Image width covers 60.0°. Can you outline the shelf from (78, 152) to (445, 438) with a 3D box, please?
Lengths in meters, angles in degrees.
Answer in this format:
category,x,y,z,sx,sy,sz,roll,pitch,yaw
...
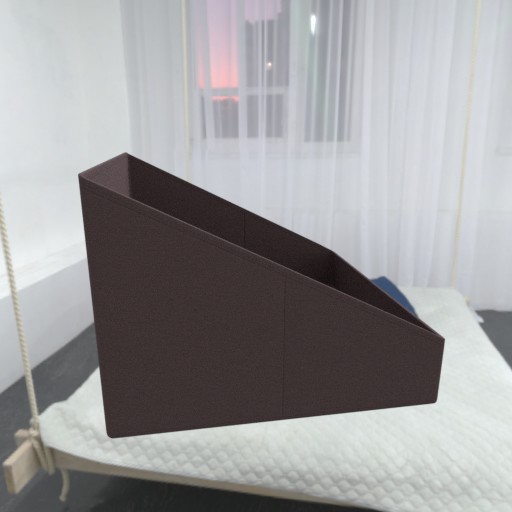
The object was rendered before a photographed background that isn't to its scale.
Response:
category,x,y,z,sx,sy,sz,roll,pitch,yaw
shelf,0.000,0.000,0.484,0.292,0.210,0.292,-3,16,-9
